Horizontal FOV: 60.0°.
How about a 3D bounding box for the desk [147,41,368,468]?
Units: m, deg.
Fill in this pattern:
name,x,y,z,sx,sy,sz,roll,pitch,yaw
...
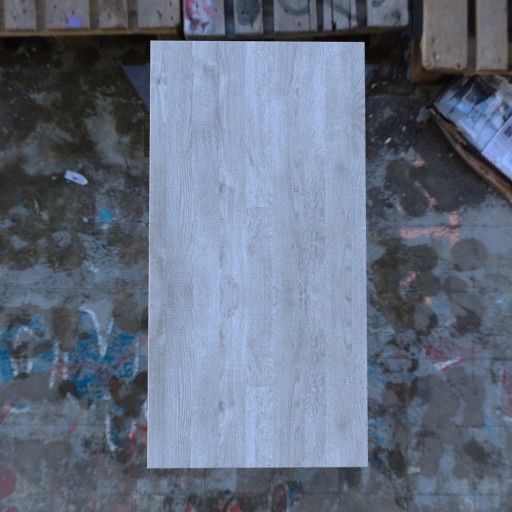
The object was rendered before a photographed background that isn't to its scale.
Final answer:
name,x,y,z,sx,sy,sz,roll,pitch,yaw
desk,0.000,0.000,1.508,0.560,0.730,1.100,0,88,-1
